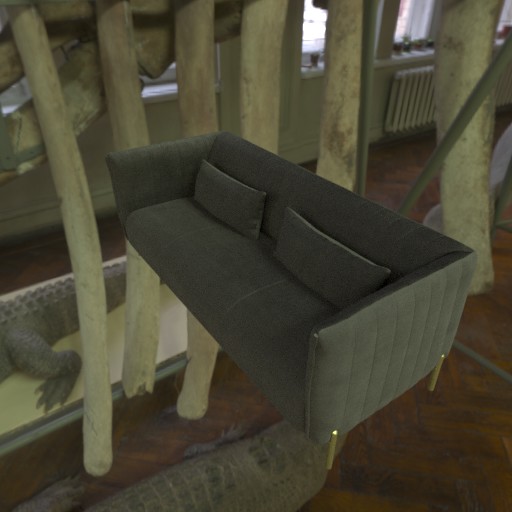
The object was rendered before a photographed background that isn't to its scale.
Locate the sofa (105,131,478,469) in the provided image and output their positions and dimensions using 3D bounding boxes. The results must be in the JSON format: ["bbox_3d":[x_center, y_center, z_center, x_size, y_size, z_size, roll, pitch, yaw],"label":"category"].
[{"bbox_3d":[0.000,0.000,2.399,0.876,0.780,1.980,-21,39,-29],"label":"sofa"}]
